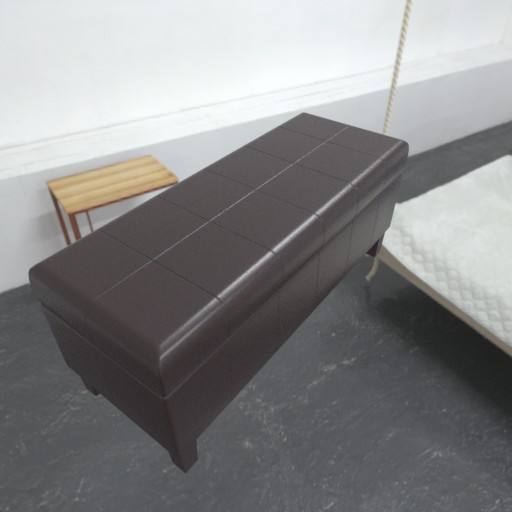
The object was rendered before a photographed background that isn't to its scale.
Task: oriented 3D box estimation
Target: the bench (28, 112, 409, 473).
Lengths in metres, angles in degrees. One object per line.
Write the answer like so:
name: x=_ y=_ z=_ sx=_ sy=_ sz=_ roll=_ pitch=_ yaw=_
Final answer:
bench: x=0.000 y=0.000 z=1.319 sx=0.429 sy=0.457 sz=1.092 roll=26 pitch=46 yaw=28
